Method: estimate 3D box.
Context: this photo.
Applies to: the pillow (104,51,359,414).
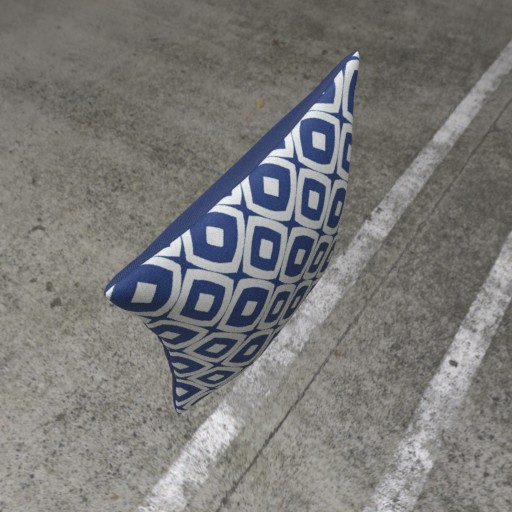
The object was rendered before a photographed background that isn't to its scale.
[{"bbox_3d":[0.000,0.000,0.753,0.188,0.494,0.504,32,63,19],"label":"pillow"}]
